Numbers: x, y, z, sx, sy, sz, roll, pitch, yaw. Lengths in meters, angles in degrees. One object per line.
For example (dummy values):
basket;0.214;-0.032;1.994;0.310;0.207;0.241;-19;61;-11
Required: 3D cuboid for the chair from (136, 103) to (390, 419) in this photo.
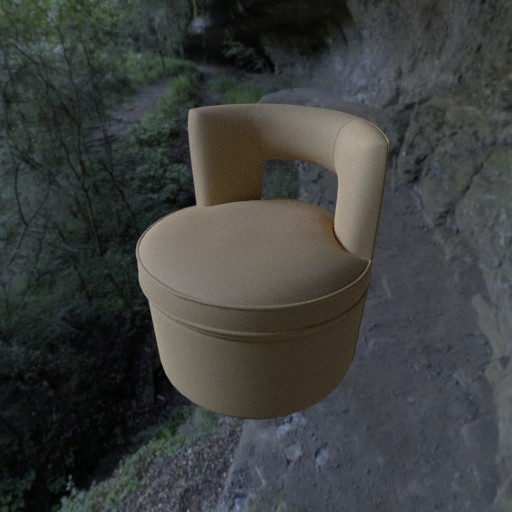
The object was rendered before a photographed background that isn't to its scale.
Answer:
chair;0.000;0.000;1.268;0.650;0.723;0.665;20;36;30
